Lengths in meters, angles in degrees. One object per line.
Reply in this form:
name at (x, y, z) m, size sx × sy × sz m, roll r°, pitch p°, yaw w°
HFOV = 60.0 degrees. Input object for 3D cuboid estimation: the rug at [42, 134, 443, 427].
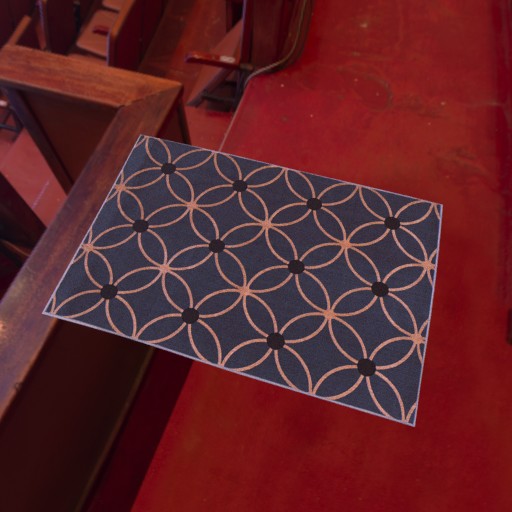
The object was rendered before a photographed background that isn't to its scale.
rug at (0.000, 0.000, 2.898) m, size 2.284 × 0.008 × 1.522 m, roll 15°, pitch 63°, yaw 8°
